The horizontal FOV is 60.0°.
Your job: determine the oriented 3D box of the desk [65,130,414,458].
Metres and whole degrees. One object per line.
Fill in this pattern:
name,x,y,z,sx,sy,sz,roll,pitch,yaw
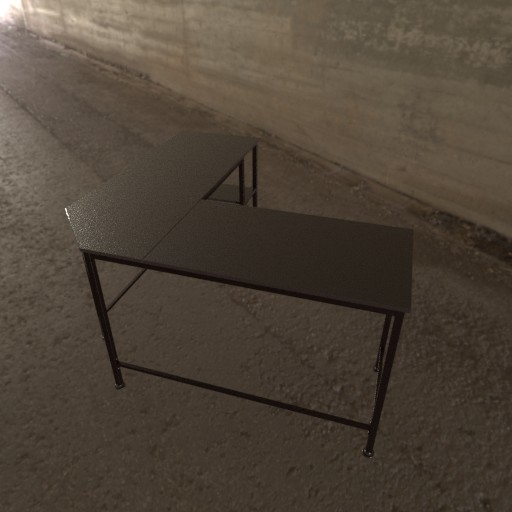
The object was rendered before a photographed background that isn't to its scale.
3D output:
desk,0.000,0.000,2.213,1.379,0.739,1.379,10,34,15
